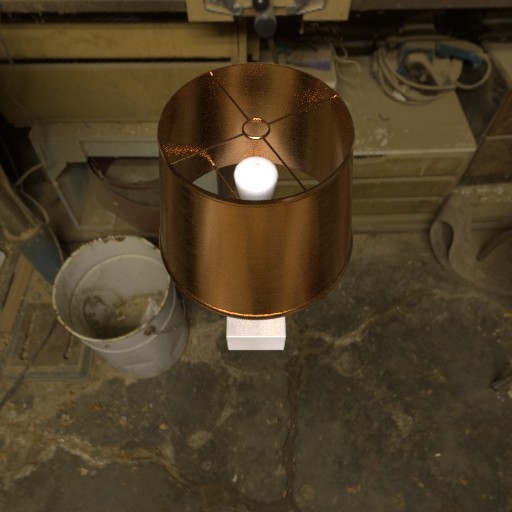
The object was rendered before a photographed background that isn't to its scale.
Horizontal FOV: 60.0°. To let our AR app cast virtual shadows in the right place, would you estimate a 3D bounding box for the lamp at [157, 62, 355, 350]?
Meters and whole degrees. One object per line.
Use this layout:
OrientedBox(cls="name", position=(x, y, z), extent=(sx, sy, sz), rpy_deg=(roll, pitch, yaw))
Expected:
OrientedBox(cls="lamp", position=(0.000, 0.000, 0.525), extent=(0.208, 0.406, 0.208), rpy_deg=(0, 59, 0))
